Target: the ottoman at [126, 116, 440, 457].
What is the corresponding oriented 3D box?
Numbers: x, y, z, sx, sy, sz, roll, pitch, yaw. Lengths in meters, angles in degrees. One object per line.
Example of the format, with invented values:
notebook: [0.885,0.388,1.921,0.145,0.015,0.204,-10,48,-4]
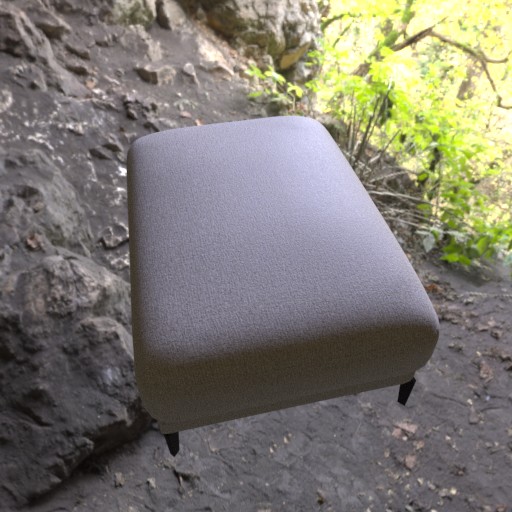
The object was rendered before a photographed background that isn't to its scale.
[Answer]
ottoman: [0.000,0.000,1.078,0.568,0.420,0.772,-9,47,-8]
